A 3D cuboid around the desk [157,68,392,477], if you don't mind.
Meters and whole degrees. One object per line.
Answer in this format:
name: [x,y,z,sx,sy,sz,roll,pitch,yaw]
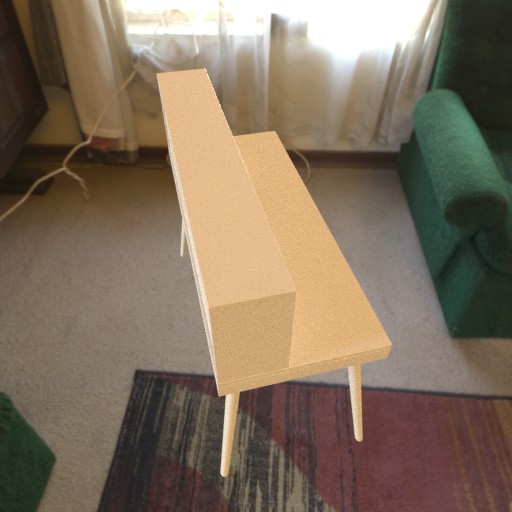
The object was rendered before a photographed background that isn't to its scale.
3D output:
desk: [0.000,0.000,1.724,0.559,0.990,1.199,-10,46,-10]
